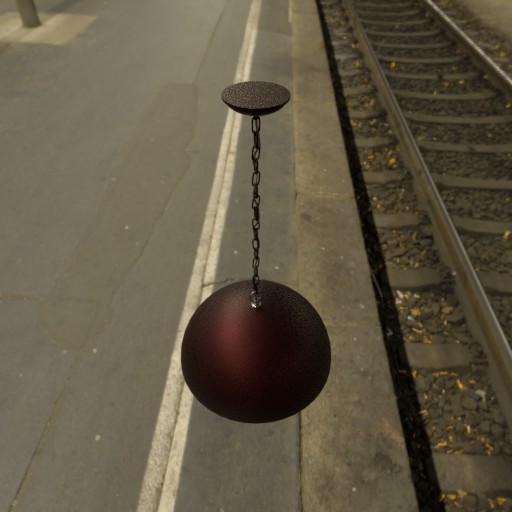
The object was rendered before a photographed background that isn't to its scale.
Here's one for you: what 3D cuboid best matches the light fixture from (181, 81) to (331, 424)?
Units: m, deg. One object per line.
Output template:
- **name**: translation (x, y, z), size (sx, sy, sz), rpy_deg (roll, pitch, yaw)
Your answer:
- **light fixture**: translation (0.000, 0.000, 1.176), size (0.492, 0.869, 0.492), rpy_deg (-13, 43, -14)
